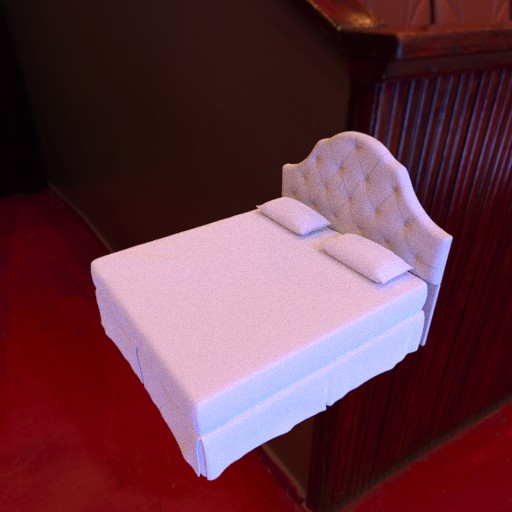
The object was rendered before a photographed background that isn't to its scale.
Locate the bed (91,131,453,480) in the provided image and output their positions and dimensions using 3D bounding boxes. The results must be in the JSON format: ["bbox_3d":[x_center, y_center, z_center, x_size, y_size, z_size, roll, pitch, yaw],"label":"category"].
[{"bbox_3d":[0.000,0.000,3.567,2.214,1.615,2.008,-20,37,-30],"label":"bed"}]
